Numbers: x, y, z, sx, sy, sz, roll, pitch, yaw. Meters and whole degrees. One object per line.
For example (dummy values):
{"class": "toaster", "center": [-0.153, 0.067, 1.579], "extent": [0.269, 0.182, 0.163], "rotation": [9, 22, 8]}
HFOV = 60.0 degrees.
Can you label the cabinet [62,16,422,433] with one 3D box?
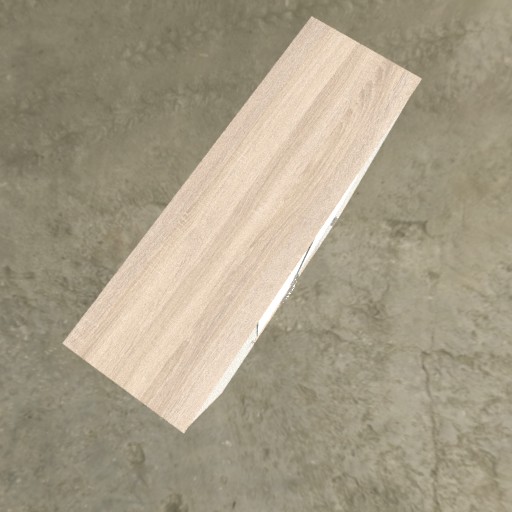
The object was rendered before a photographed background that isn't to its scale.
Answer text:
{"class": "cabinet", "center": [0.000, 0.000, 2.925], "extent": [0.620, 2.060, 1.870], "rotation": [33, 79, 7]}
